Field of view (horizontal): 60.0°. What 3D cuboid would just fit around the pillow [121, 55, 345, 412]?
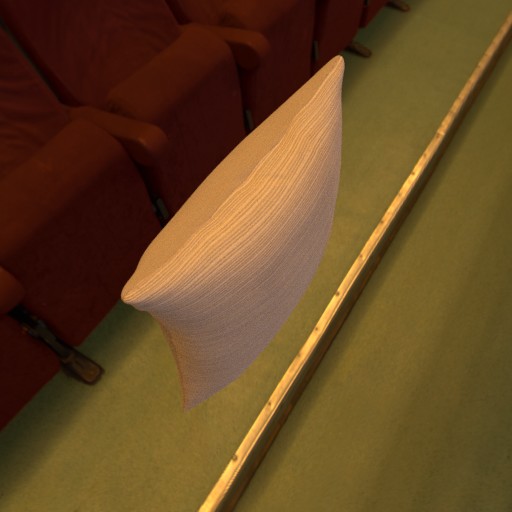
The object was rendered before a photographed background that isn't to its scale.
[{"bbox_3d":[0.000,0.000,0.785,0.204,0.497,0.512,29,62,17],"label":"pillow"}]
